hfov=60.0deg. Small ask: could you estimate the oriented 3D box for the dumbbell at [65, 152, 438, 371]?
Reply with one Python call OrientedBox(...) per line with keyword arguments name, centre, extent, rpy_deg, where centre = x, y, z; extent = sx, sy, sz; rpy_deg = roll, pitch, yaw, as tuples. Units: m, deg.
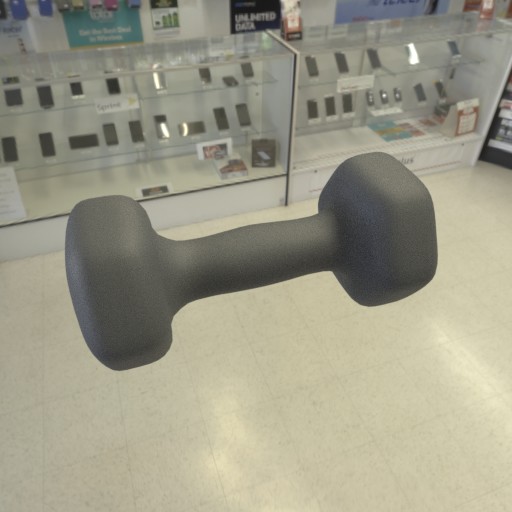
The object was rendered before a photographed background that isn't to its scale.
OrientedBox(name="dumbbell", centre=(0.000, 0.000, 0.308), extent=(0.240, 0.105, 0.116), rpy_deg=(-11, 42, -13))
